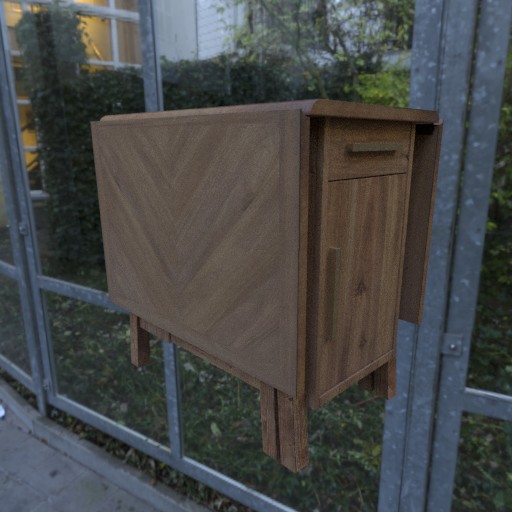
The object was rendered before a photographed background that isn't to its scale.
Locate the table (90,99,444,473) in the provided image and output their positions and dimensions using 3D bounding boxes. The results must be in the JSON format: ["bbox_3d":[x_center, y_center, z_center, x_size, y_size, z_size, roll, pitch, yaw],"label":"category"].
[{"bbox_3d":[0.000,0.000,1.602,0.701,0.981,0.967,-14,20,-43],"label":"table"}]
